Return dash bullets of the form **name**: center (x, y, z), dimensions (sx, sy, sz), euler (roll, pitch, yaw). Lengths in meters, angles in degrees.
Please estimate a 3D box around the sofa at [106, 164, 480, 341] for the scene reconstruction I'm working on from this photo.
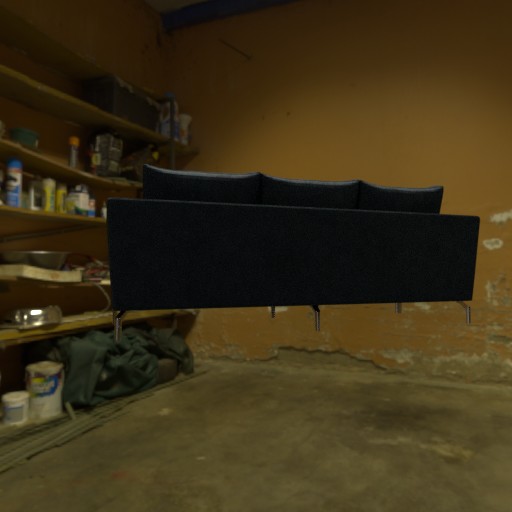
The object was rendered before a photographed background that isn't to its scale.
- **sofa**: center (0.000, 0.000, 3.836), dimensions (2.463, 0.988, 2.472), euler (1, -2, -19)
